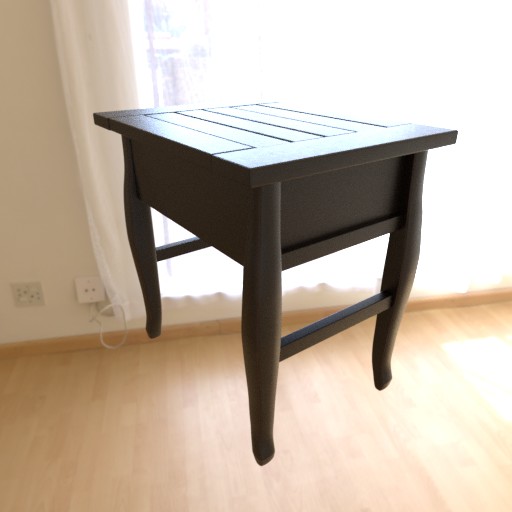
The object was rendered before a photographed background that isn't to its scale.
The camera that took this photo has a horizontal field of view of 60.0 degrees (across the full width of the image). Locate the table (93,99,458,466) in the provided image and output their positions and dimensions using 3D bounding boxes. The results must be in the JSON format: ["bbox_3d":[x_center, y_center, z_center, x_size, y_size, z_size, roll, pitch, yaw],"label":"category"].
[{"bbox_3d":[0.000,0.000,1.018,0.460,0.604,0.602,-18,31,-32],"label":"table"}]
